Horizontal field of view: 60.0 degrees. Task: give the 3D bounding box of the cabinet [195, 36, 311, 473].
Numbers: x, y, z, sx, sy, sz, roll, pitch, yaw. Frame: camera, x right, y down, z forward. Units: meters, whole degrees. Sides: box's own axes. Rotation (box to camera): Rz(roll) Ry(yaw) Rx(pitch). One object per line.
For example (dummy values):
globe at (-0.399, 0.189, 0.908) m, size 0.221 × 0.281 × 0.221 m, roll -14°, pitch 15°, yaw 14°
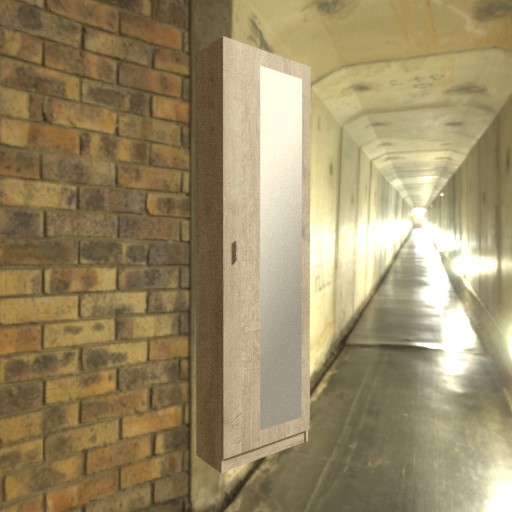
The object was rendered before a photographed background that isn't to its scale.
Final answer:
cabinet at (0.000, 0.000, 2.039) m, size 0.500 × 1.790 × 0.230 m, roll -1°, pitch 1°, yaw -38°
